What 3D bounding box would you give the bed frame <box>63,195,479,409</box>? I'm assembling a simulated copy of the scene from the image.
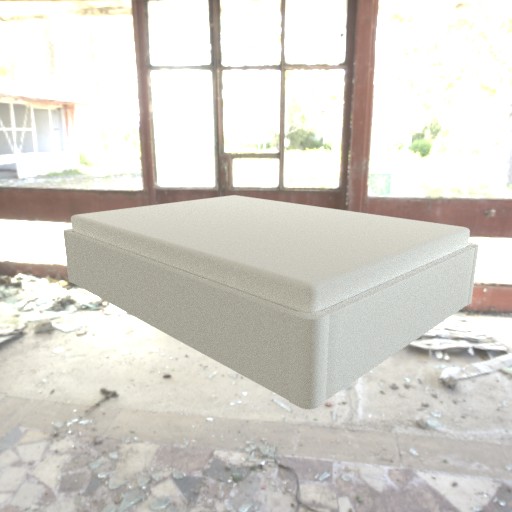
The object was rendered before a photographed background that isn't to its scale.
[{"bbox_3d":[0.000,0.000,2.493,1.400,0.406,1.900,-15,21,-43],"label":"bed frame"}]
